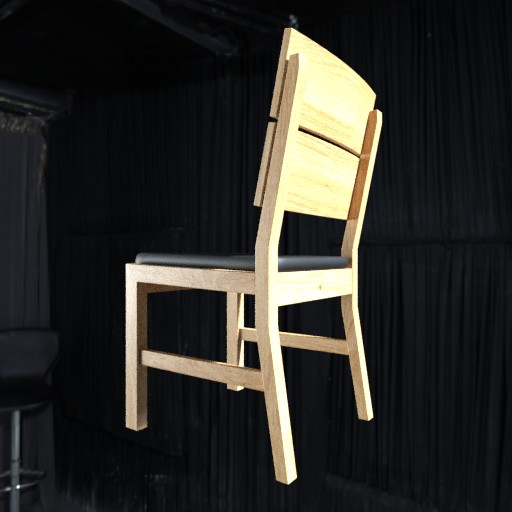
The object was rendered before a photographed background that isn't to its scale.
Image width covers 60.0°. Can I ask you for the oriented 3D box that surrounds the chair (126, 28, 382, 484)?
[{"bbox_3d":[0.000,0.000,1.262,0.569,0.950,0.475,0,0,36],"label":"chair"}]
